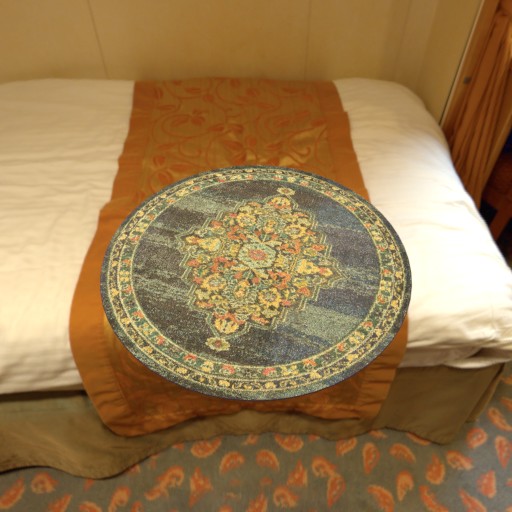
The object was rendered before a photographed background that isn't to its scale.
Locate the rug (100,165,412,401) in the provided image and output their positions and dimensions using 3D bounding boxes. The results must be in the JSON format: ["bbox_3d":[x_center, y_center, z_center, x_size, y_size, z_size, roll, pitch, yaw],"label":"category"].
[{"bbox_3d":[0.000,0.000,3.484,2.386,0.014,2.386,0,47,0],"label":"rug"}]
